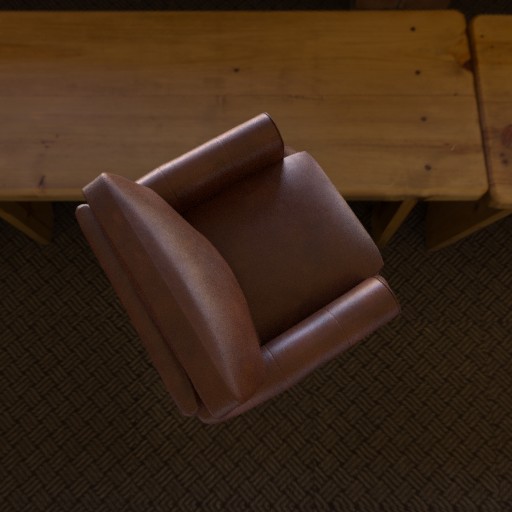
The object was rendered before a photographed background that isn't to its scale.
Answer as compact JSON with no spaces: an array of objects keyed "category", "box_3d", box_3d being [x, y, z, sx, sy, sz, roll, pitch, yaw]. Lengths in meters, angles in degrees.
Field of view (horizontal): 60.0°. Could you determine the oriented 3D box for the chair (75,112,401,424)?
[{"category":"chair","box_3d":[0.000,0.000,1.783,0.992,0.972,0.989,-31,78,-7]}]
